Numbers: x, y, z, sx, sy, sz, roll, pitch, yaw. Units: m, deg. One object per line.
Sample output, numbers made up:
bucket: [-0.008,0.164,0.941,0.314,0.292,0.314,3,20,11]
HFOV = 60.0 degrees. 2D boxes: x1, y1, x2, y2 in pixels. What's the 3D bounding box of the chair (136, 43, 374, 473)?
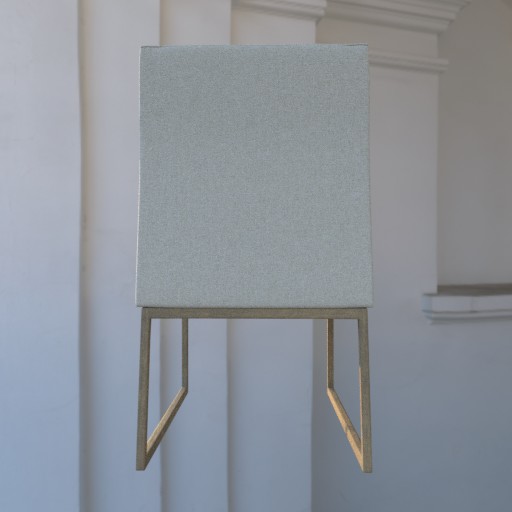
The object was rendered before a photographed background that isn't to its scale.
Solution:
chair: [0.000,0.000,1.146,0.508,0.863,0.522,0,0,1]
